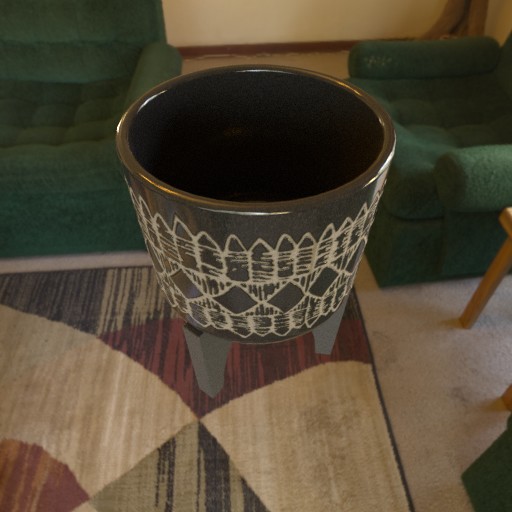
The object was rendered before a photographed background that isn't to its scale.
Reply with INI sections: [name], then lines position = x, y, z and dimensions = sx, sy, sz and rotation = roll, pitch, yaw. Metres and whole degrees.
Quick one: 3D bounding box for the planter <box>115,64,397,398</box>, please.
[planter]
position = 0.000, 0.000, 0.529
dimensions = 0.251, 0.355, 0.251
rotation = -16, 48, -15
